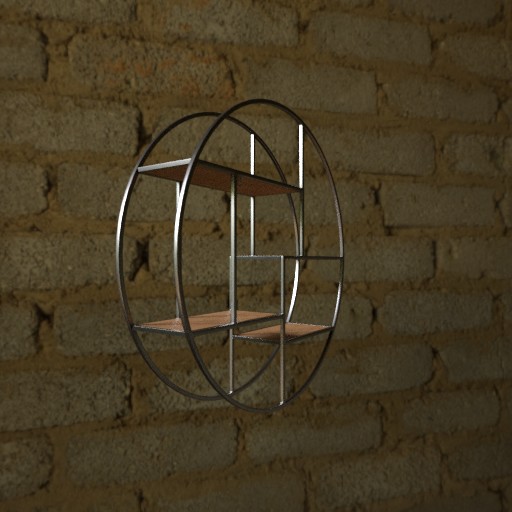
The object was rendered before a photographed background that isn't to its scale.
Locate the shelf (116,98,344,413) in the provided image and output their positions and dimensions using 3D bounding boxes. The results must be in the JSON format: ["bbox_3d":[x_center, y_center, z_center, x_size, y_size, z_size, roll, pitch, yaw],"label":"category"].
[{"bbox_3d":[0.000,0.000,1.359,0.202,0.888,0.888,0,-1,34],"label":"shelf"}]
